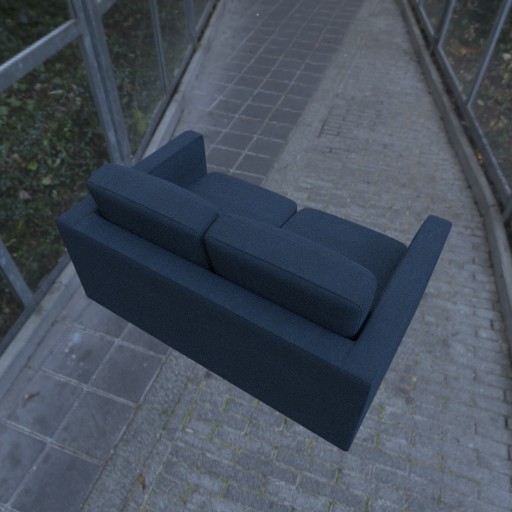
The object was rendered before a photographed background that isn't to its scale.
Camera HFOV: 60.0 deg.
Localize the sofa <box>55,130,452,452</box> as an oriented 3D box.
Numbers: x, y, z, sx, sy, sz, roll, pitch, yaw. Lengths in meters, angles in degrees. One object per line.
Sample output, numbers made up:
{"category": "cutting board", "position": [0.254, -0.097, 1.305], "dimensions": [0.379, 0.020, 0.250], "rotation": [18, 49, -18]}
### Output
{"category": "sofa", "position": [0.000, 0.000, 2.165], "dimensions": [1.518, 0.930, 0.999], "rotation": [25, 50, 22]}
